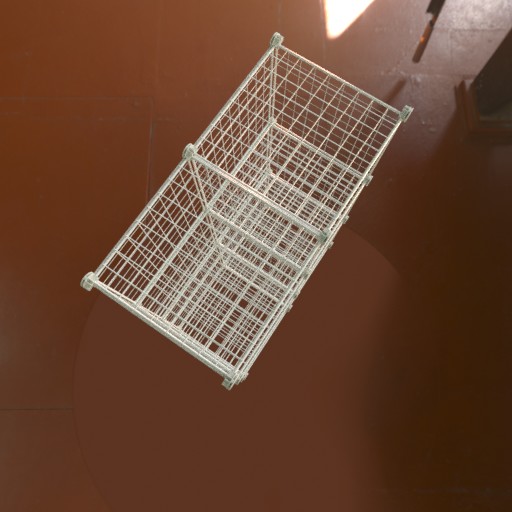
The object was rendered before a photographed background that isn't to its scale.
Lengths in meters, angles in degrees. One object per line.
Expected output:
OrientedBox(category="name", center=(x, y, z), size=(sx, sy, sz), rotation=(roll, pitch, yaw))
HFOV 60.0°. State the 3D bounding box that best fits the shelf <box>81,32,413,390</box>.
OrientedBox(category="shelf", center=(0.000, 0.000, 1.425), size=(0.356, 1.067, 0.711), rotation=(33, 78, 8))
